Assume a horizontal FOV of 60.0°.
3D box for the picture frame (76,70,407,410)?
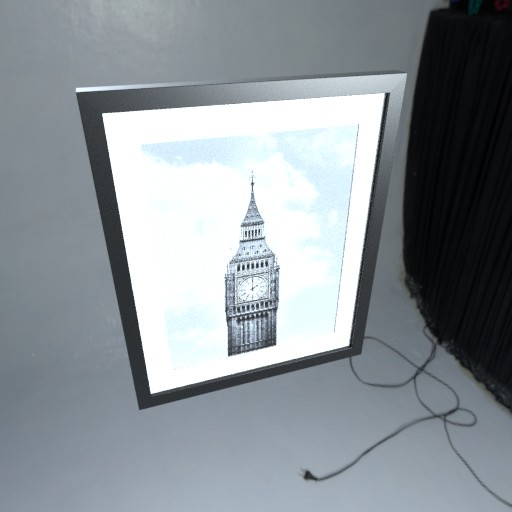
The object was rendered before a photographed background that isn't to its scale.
[{"bbox_3d":[0.000,0.000,0.743,0.460,0.556,0.028,-10,32,-16],"label":"picture frame"}]
